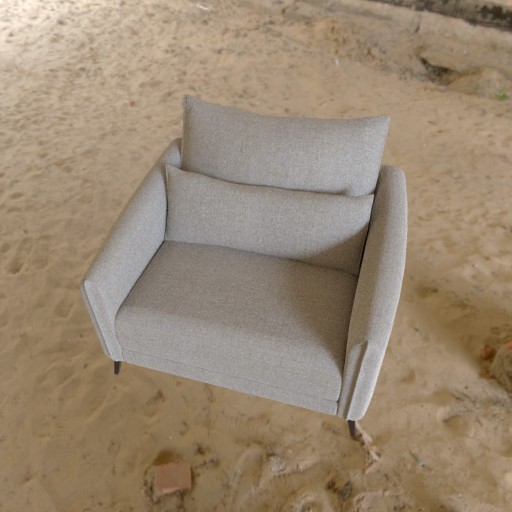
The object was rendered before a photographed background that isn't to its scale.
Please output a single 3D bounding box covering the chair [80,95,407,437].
[{"bbox_3d":[0.000,0.000,1.622,1.029,0.856,0.801,11,43,12],"label":"chair"}]
